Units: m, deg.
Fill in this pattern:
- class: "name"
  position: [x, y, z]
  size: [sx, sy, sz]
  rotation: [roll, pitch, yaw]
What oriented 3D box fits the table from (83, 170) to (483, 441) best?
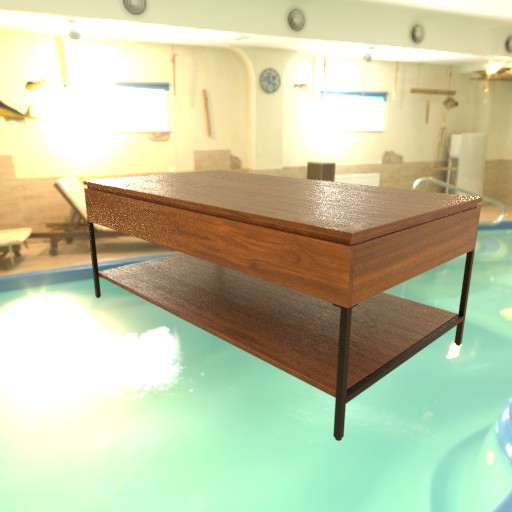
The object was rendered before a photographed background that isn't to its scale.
- class: "table"
  position: [0.000, 0.000, 1.353]
  size: [0.574, 0.414, 1.057]
  rotation: [-15, 22, -42]
